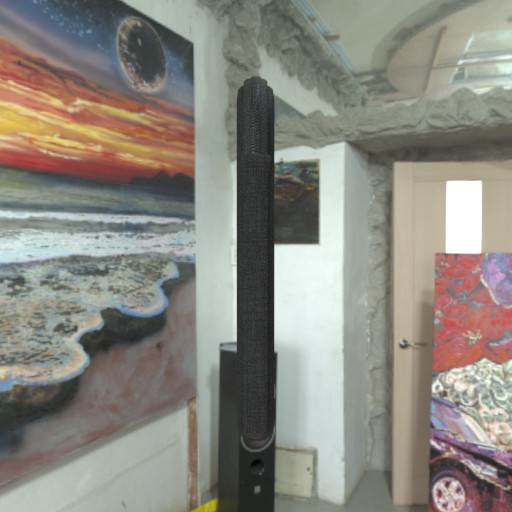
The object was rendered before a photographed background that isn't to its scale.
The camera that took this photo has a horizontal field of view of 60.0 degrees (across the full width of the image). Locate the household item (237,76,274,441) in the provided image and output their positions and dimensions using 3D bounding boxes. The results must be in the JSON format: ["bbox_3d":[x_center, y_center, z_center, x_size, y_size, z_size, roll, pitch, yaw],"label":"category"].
[{"bbox_3d":[0.000,0.000,0.529,0.030,0.305,0.396,0,1,0],"label":"household item"}]
